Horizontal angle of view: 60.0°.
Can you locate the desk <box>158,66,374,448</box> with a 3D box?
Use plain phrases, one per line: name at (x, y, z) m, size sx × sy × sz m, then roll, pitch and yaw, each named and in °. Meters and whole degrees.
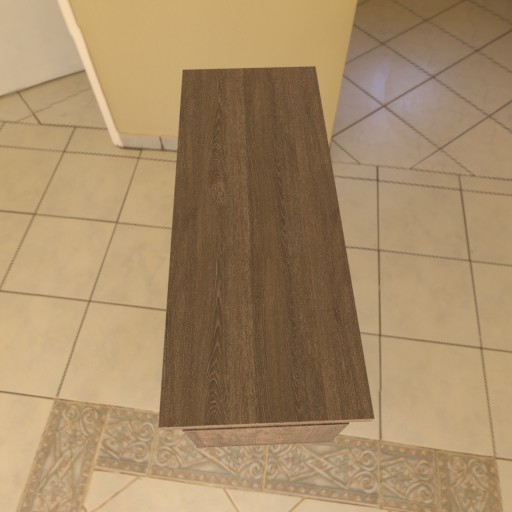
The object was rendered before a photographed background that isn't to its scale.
desk at (0.000, 0.000, 1.941) m, size 0.600 × 0.760 × 1.524 m, roll -2°, pitch 60°, yaw -1°
